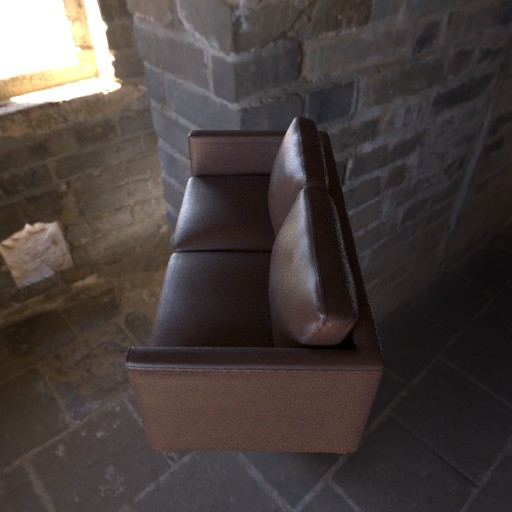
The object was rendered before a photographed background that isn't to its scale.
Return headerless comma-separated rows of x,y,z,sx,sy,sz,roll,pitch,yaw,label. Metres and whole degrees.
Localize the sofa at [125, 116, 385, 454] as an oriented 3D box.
0.000,0.000,2.426,0.951,0.933,1.883,0,41,1,sofa
